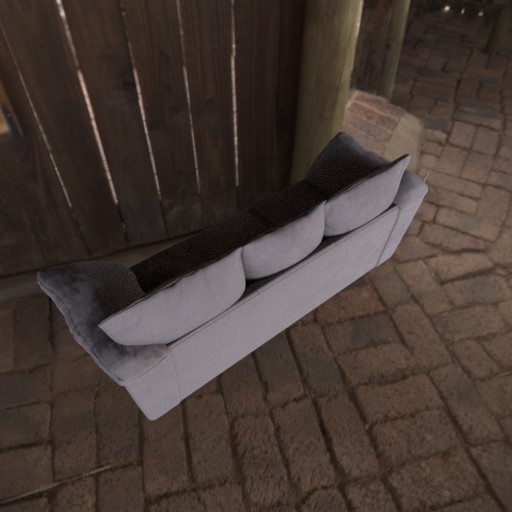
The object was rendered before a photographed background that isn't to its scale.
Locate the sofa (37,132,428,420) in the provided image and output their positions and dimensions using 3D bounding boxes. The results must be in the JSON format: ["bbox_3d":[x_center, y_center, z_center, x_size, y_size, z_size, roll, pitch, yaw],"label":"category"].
[{"bbox_3d":[0.000,0.000,2.857,2.377,0.981,0.893,-30,53,-26],"label":"sofa"}]
